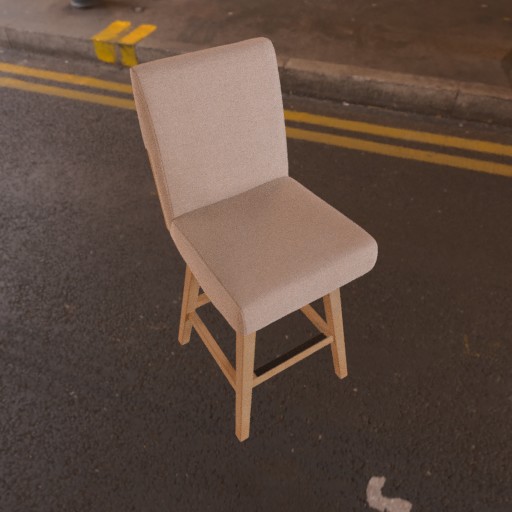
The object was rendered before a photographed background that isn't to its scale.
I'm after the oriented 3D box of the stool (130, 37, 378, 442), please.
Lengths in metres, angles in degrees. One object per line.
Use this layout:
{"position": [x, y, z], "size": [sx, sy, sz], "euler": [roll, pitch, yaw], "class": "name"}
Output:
{"position": [0.000, 0.000, 1.297], "size": [0.446, 1.015, 0.543], "euler": [-24, 50, -22], "class": "stool"}
